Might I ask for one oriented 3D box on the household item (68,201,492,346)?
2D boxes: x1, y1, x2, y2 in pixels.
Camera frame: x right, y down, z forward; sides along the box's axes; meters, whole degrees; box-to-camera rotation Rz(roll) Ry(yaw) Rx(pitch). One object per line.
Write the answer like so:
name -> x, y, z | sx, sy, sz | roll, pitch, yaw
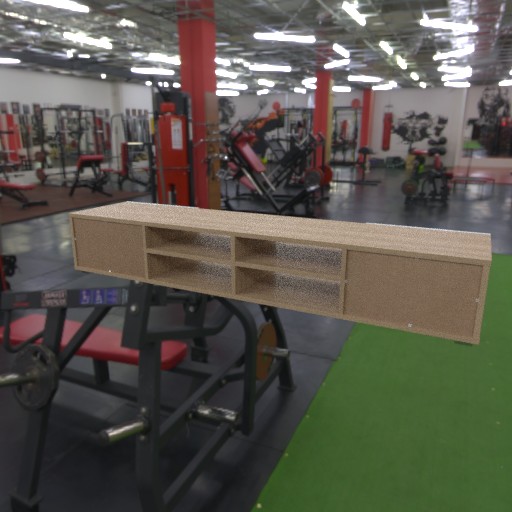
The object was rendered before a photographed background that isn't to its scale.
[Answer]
household item -> 0.000, 0.000, 2.000 | 1.850, 0.310, 0.420 | 8, 18, 25
